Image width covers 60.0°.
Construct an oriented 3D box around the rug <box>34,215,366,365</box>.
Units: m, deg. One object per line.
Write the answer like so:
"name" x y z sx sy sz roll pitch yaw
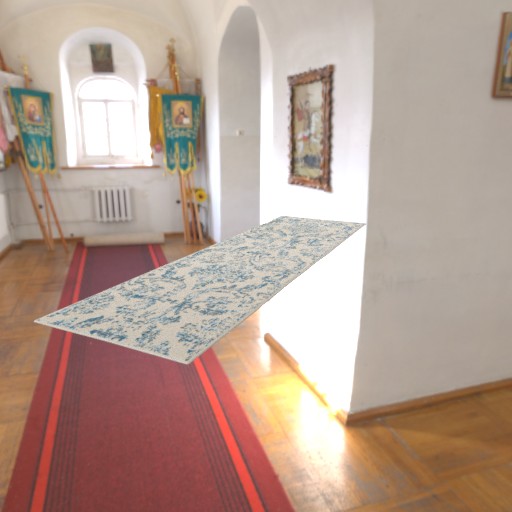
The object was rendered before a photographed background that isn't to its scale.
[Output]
"rug" 0.000 0.000 2.367 0.662 0.011 2.196 8 18 25
